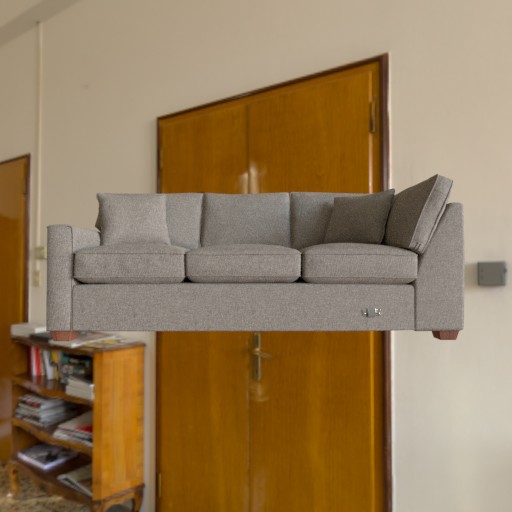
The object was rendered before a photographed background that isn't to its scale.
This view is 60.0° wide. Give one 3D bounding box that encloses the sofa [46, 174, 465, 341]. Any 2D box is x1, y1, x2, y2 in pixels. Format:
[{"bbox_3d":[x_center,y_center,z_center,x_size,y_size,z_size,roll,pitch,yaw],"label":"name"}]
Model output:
[{"bbox_3d":[0.000,0.000,2.903,2.317,0.962,1.061,0,-1,0],"label":"sofa"}]
